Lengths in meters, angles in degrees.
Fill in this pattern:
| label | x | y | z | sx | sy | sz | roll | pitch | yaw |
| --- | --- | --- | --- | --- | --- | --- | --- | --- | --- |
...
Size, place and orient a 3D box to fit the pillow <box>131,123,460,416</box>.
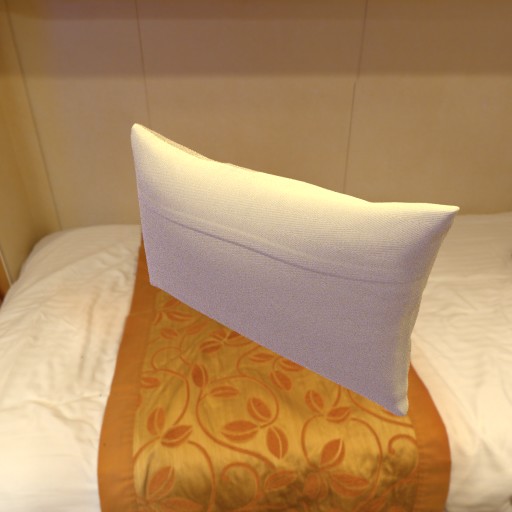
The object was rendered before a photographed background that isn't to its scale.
| label | x | y | z | sx | sy | sz | roll | pitch | yaw |
| --- | --- | --- | --- | --- | --- | --- | --- | --- | --- |
| pillow | 0.000 | 0.000 | 0.642 | 0.506 | 0.305 | 0.139 | 22 | 37 | 32 |
